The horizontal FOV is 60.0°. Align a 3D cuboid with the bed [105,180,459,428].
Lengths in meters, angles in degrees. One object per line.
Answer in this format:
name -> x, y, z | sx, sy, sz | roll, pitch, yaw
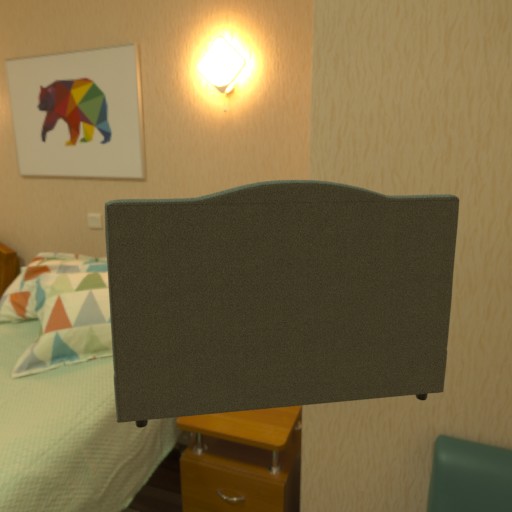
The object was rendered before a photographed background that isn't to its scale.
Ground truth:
bed -> 0.000, 0.000, 3.905 | 2.161, 1.457, 2.689 | -2, 13, -9
